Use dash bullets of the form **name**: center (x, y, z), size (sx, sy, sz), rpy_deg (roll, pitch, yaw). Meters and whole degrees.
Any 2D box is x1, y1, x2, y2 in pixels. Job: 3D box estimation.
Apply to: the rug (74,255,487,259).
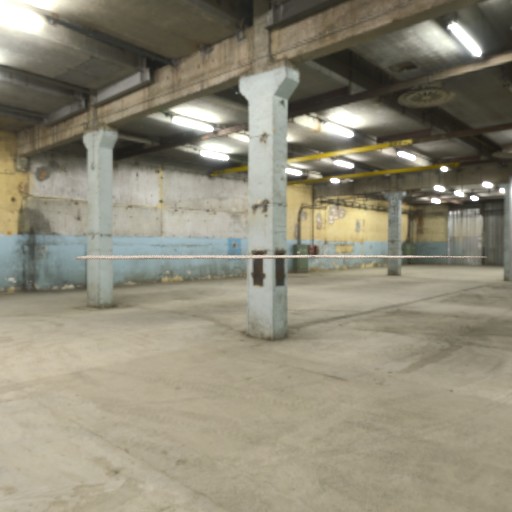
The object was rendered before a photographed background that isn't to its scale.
- **rug**: center (0.000, 0.000, 4.171), size (3.061, 0.022, 2.468), rpy_deg (0, 0, -19)
